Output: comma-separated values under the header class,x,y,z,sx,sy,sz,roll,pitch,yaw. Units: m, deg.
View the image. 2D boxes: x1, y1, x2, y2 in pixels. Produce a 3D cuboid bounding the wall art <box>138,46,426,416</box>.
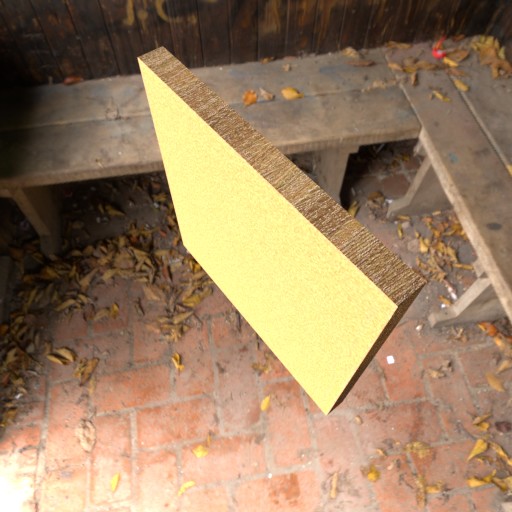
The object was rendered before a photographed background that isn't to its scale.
class,x,y,z,sx,sy,sz,roll,pitch,yaw
wall art,0.000,0.000,0.611,0.039,0.403,0.406,-34,64,-19
